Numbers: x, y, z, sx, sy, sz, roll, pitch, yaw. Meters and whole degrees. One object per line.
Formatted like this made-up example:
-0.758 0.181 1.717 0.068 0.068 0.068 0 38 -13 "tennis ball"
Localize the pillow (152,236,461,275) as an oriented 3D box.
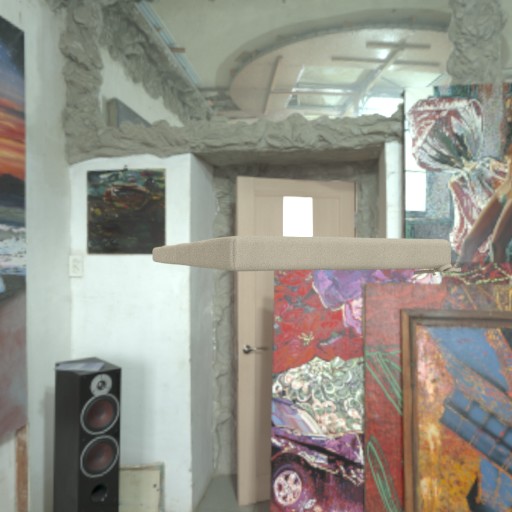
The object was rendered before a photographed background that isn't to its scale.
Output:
0.000 0.000 1.336 0.492 0.081 1.187 0 0 -19 "pillow"
